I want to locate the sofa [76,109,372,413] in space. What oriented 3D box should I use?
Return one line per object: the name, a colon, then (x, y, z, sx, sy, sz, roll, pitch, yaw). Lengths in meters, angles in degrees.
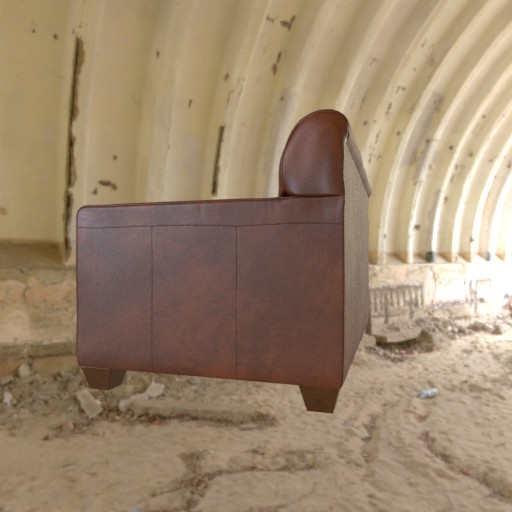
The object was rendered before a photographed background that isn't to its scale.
sofa: (0.000, 0.000, 2.087, 1.000, 0.956, 1.413, 0, 0, 17)
